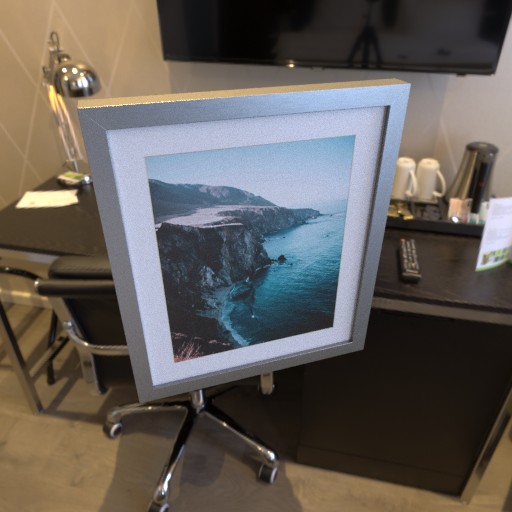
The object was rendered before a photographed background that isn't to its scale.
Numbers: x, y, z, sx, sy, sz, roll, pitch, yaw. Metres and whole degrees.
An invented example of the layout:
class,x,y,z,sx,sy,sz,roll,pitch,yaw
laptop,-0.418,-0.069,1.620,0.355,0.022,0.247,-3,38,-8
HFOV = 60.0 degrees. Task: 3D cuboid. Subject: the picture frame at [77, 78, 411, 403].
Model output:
class,x,y,z,sx,sy,sz,roll,pitch,yaw
picture frame,0.000,0.000,1.358,0.839,0.968,0.073,-10,34,-15
